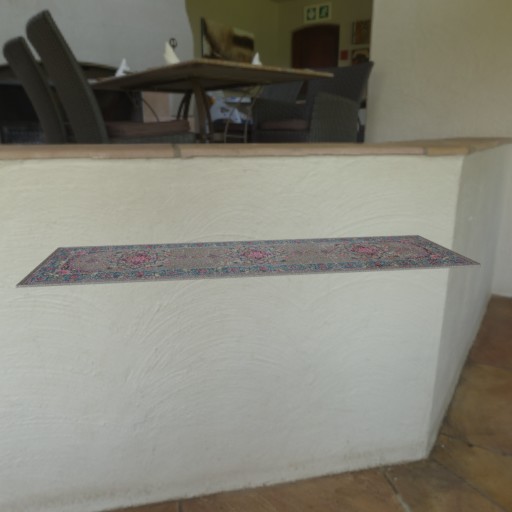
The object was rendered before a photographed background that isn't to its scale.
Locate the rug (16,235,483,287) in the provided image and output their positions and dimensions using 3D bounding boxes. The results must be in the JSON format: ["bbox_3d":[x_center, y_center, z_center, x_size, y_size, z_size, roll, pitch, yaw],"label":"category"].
[{"bbox_3d":[0.000,0.000,1.976,1.827,0.012,0.553,-2,16,-8],"label":"rug"}]
